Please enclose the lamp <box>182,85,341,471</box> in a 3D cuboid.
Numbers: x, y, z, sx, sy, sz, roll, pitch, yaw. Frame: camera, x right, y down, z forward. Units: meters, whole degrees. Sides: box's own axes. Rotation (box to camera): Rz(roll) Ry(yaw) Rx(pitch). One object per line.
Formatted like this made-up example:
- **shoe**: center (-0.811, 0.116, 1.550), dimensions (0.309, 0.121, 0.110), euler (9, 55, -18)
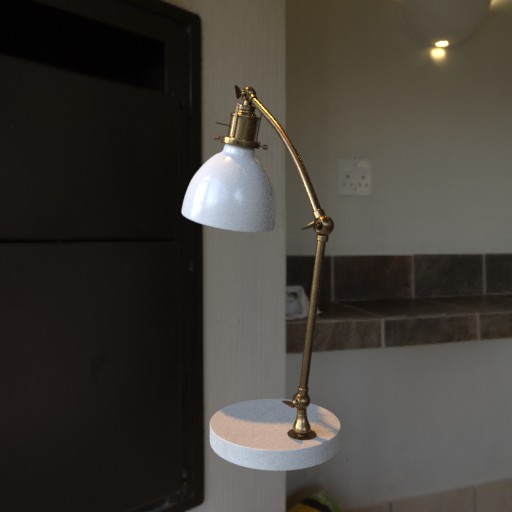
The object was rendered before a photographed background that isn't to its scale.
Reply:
- **lamp**: center (0.000, 0.000, 0.669), dimensions (0.186, 0.522, 0.317), euler (-1, 1, -35)
